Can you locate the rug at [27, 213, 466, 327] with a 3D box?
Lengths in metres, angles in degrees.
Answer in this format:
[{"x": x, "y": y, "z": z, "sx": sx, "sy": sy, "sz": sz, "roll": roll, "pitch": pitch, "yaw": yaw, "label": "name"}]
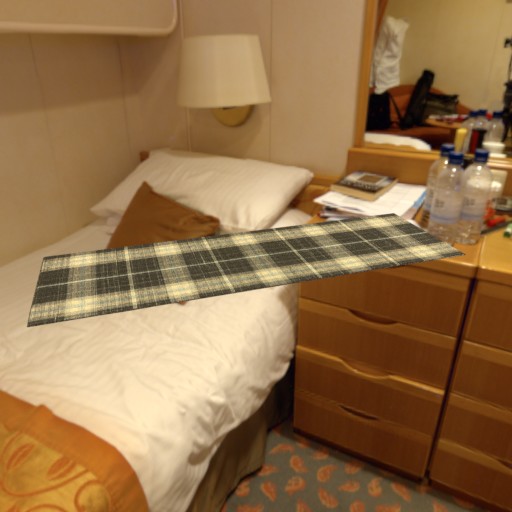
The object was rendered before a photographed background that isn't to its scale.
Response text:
[{"x": 0.000, "y": 0.000, "z": 2.667, "sx": 2.434, "sy": 0.012, "sz": 0.760, "roll": -8, "pitch": 27, "yaw": -16, "label": "rug"}]
